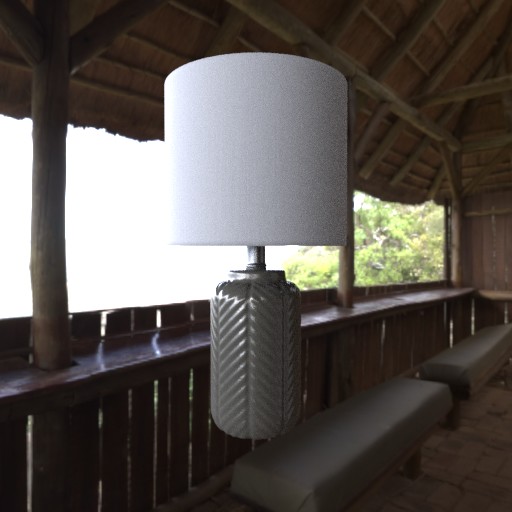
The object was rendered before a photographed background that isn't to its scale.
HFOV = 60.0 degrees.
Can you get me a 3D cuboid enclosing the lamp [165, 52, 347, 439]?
[{"bbox_3d":[0.000,0.000,0.507,0.203,0.389,0.203,0,1,20],"label":"lamp"}]
